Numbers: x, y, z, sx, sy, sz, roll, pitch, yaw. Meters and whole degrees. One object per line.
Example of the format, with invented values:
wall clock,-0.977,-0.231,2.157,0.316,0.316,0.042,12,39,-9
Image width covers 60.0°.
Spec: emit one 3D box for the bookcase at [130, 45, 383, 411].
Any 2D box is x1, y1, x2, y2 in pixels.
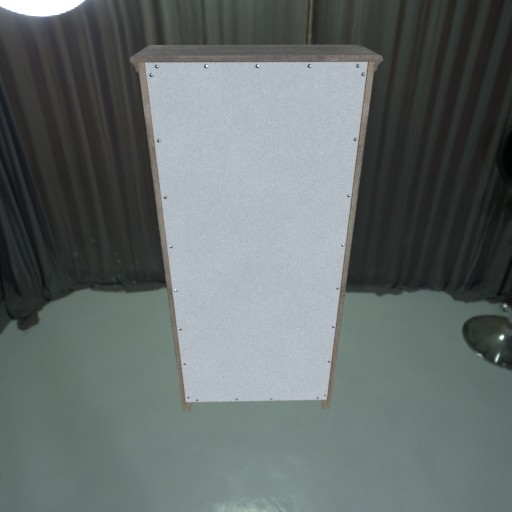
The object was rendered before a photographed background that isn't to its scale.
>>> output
bookcase,0.000,0.000,2.212,0.906,1.880,0.348,-1,31,-1
